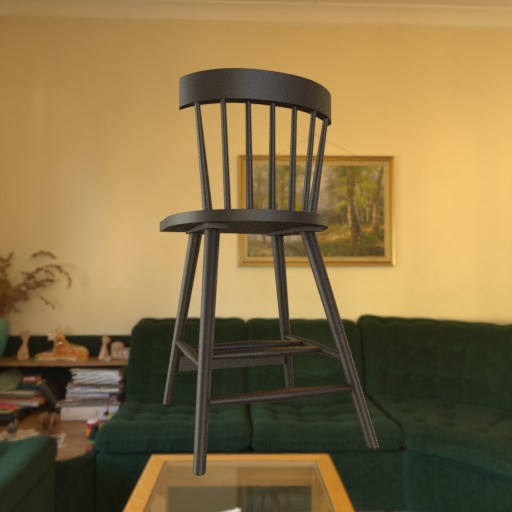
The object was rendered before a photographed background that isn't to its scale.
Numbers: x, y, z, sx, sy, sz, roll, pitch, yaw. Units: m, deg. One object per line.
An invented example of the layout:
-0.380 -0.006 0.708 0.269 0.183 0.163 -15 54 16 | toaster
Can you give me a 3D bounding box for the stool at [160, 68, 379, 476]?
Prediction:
0.000 0.000 1.284 0.494 0.953 0.549 1 -2 -19 | stool
